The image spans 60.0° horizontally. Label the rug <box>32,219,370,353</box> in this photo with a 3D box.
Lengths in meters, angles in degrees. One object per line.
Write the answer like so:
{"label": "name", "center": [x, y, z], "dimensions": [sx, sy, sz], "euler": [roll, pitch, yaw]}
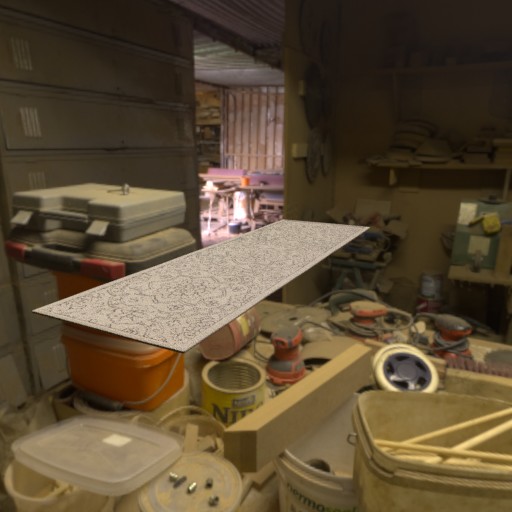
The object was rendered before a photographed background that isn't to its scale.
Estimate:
{"label": "rug", "center": [0.000, 0.000, 2.666], "dimensions": [0.769, 0.012, 2.448], "euler": [8, 16, 27]}
